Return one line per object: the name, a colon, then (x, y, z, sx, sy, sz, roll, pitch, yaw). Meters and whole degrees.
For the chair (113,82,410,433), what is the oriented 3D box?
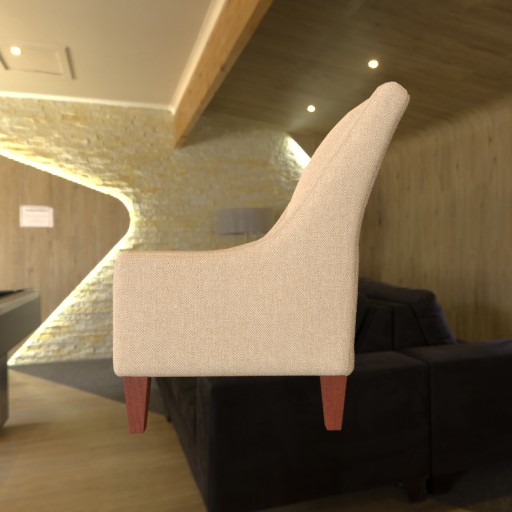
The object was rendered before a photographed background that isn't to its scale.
chair: (0.000, 0.000, 1.631, 0.870, 1.014, 0.774, 0, 0, -2)
